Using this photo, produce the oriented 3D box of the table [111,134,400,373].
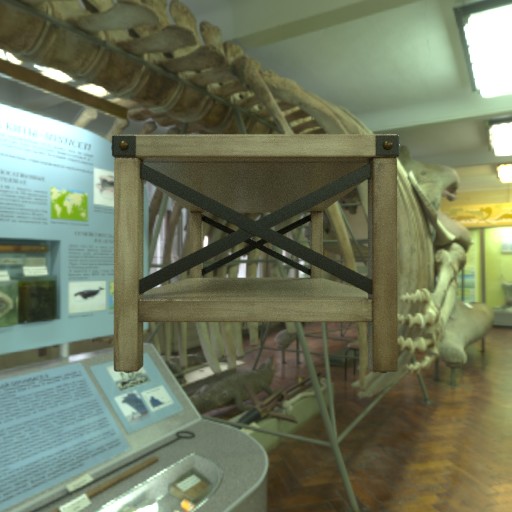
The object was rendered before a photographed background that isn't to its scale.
[{"bbox_3d":[0.000,0.000,1.337,0.559,0.456,1.016,0,0,0],"label":"table"}]
